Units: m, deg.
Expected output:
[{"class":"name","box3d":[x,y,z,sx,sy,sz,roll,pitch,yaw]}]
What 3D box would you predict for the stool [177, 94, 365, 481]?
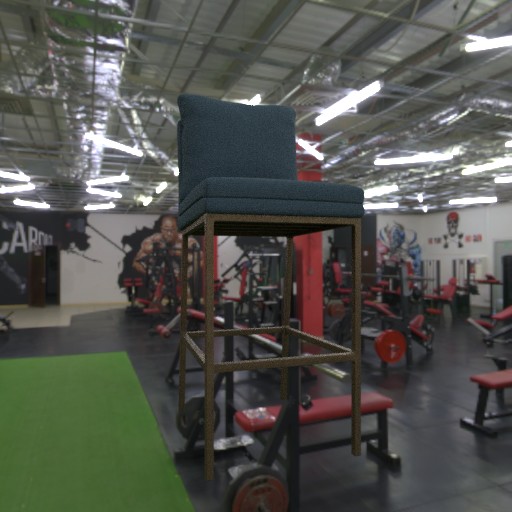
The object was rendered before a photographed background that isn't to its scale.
[{"class":"stool","box3d":[0.000,0.000,1.432,0.463,1.124,0.568,0,0,-19]}]
